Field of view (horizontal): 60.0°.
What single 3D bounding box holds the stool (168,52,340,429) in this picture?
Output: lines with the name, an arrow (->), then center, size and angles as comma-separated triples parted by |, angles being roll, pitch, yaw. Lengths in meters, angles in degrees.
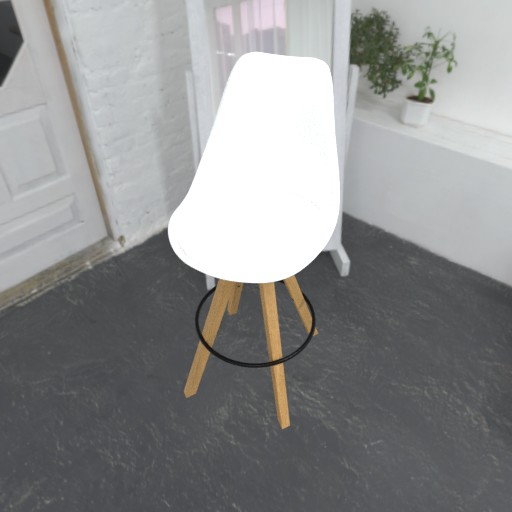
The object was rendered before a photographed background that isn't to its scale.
stool -> 0.000, 0.000, 1.458 | 0.482, 1.115, 0.549 | 13, 43, 14
